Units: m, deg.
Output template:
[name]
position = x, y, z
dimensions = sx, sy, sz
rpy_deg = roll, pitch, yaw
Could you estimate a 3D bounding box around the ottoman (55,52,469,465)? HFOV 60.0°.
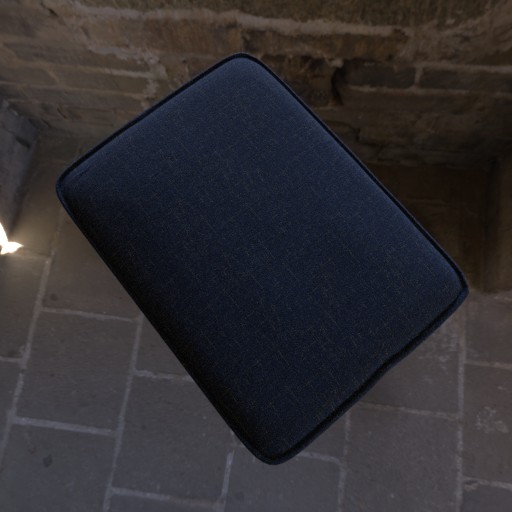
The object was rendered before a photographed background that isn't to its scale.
[ottoman]
position = 0.000, 0.000, 1.074
dimensions = 0.549, 0.450, 0.749
rpy_deg = -39, 79, -9
